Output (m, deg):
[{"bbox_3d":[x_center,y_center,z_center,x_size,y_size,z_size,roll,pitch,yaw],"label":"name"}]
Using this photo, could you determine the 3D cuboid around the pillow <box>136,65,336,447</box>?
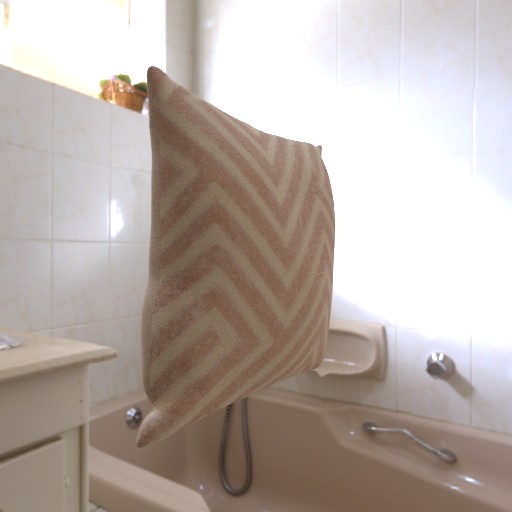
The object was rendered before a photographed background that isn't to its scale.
[{"bbox_3d":[0.000,0.000,0.677,0.182,0.441,0.440,0,0,36],"label":"pillow"}]
